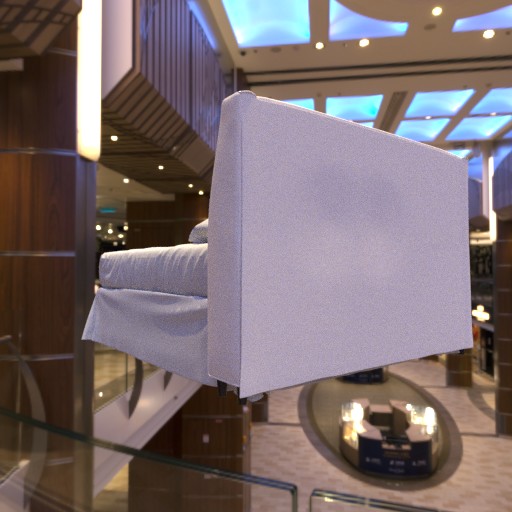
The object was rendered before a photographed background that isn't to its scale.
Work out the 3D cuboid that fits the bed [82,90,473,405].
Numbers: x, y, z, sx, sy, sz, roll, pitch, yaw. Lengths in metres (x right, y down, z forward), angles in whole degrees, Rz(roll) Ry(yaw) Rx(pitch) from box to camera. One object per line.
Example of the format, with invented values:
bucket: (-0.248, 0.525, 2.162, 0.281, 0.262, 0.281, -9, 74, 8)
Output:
bed: (0.000, 0.000, 3.277, 1.925, 1.332, 2.276, 1, -2, -37)
